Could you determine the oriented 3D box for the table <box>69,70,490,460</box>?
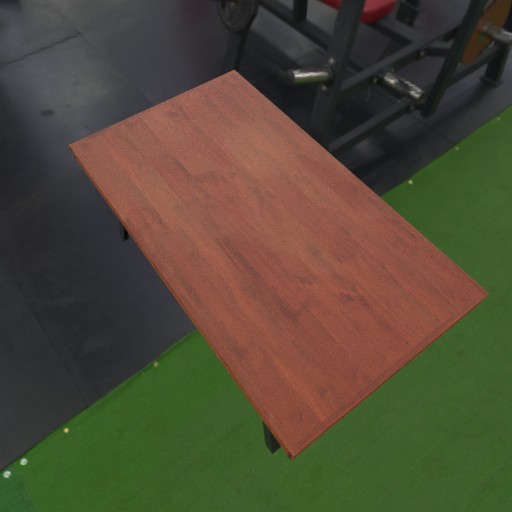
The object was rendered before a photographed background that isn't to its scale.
[{"bbox_3d":[0.000,0.000,1.389,0.610,0.457,1.067,-32,63,-18],"label":"table"}]
